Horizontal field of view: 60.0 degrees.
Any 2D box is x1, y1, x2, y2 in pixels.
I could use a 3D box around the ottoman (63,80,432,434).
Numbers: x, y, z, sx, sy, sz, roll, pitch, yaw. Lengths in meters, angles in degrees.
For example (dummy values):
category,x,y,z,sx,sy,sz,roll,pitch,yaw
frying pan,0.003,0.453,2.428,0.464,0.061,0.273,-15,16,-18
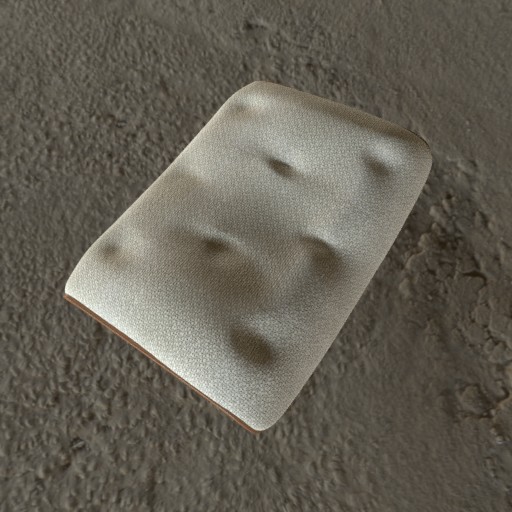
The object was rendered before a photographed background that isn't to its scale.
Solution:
category,x,y,z,sx,sy,sz,roll,pitch,yaw
ottoman,0.000,0.000,0.810,0.394,0.391,0.520,31,69,14
